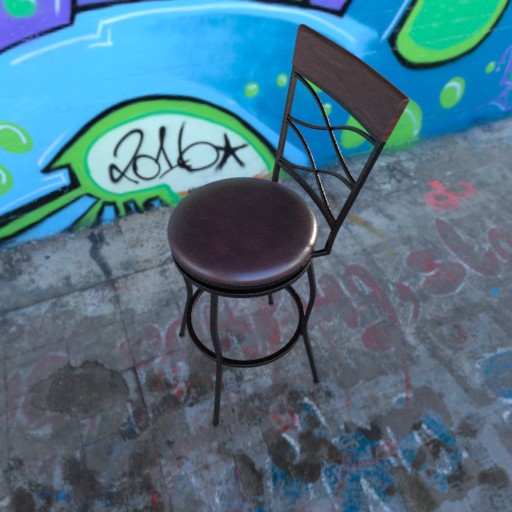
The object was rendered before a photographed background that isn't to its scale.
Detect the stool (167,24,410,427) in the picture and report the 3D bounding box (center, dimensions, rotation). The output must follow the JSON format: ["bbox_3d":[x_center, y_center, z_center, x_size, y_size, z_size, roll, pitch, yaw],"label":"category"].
[{"bbox_3d":[0.000,0.000,1.357,0.513,1.130,0.448,-18,49,-16],"label":"stool"}]
